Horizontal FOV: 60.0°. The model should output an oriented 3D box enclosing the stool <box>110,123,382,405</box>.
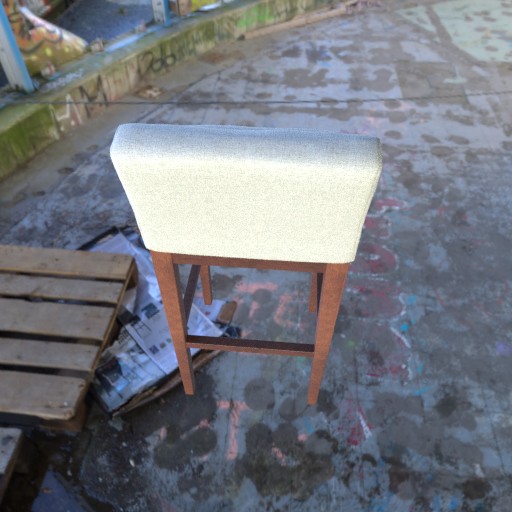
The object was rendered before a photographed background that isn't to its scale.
[{"bbox_3d":[0.000,0.000,1.320,0.511,1.037,0.500,4,46,4],"label":"stool"}]
